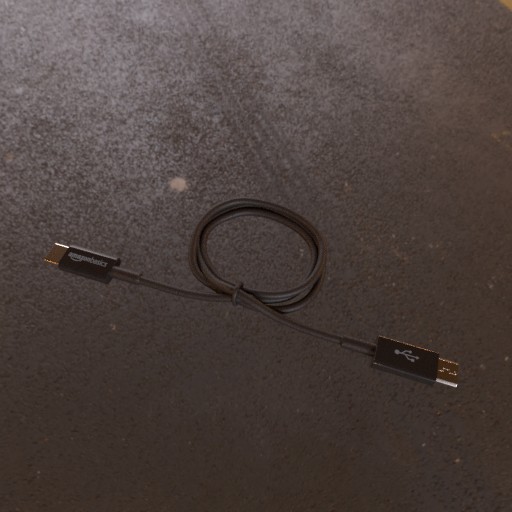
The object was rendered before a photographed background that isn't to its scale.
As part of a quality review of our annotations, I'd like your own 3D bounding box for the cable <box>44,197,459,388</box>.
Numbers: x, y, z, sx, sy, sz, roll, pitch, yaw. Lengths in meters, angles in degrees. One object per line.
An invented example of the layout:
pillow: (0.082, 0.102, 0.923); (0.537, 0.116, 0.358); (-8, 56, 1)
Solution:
cable: (0.000, 0.000, 0.210); (0.192, 0.014, 0.070); (15, 58, 10)
